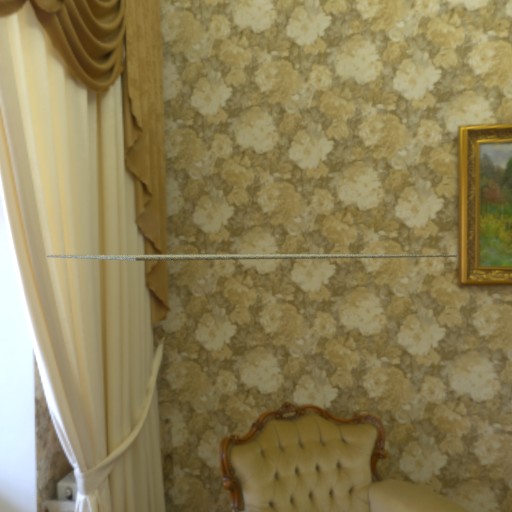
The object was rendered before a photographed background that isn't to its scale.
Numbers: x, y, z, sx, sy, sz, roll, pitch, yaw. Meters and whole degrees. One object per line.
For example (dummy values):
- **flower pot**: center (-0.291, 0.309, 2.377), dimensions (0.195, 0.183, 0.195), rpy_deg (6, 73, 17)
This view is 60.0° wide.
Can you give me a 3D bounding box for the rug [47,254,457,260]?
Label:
- **rug**: center (0.000, 0.000, 2.971), dimensions (2.283, 0.013, 1.547), rpy_deg (0, 1, -37)
